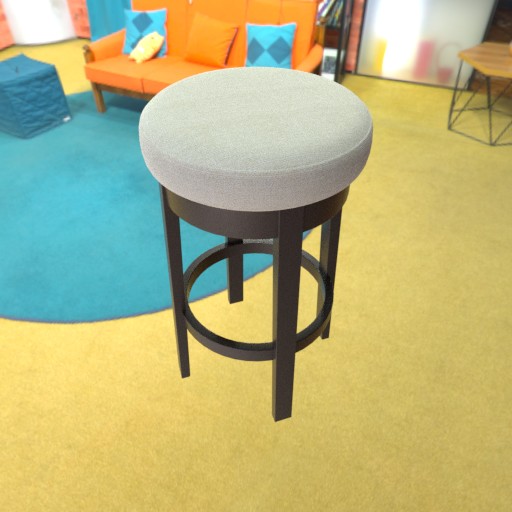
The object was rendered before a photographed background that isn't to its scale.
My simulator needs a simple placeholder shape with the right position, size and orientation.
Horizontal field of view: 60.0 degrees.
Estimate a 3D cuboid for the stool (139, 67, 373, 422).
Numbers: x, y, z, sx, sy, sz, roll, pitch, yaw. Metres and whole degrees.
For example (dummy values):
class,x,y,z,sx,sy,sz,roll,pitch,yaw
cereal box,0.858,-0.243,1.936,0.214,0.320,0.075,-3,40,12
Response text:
class,x,y,z,sx,sy,sz,roll,pitch,yaw
stool,0.000,0.000,1.044,0.446,0.758,0.446,0,42,0
